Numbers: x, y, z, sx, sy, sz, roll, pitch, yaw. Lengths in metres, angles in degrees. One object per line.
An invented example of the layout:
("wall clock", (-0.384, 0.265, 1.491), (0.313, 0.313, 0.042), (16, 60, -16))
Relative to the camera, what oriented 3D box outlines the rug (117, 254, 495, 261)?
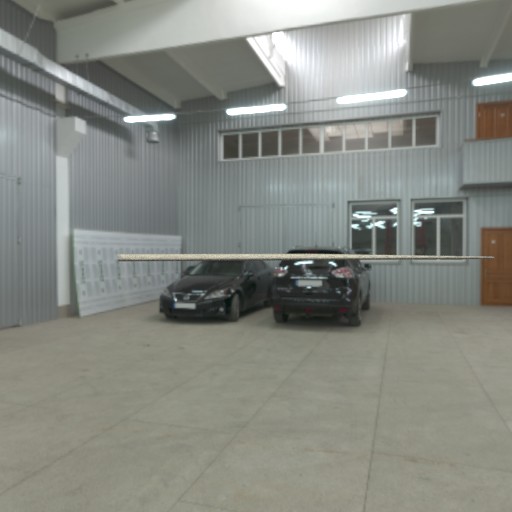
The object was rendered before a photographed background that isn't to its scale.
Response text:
("rug", (0.000, 0.000, 4.090), (2.441, 0.016, 3.050), (0, 1, -17))
